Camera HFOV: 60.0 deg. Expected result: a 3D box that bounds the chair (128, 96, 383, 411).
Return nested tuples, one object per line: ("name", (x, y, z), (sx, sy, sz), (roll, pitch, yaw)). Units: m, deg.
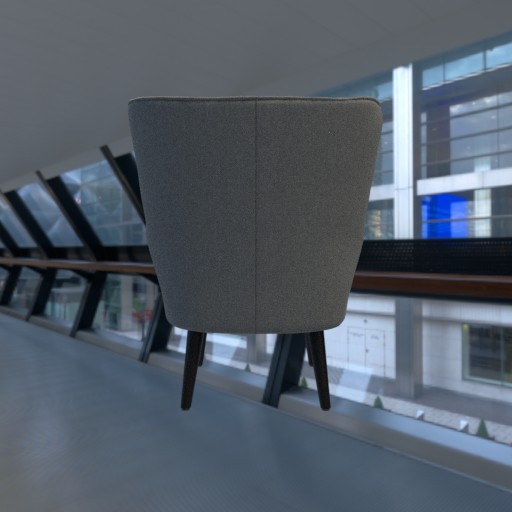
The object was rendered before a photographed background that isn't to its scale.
("chair", (0.000, 0.000, 1.547), (0.781, 0.933, 0.888), (0, -1, 0))
